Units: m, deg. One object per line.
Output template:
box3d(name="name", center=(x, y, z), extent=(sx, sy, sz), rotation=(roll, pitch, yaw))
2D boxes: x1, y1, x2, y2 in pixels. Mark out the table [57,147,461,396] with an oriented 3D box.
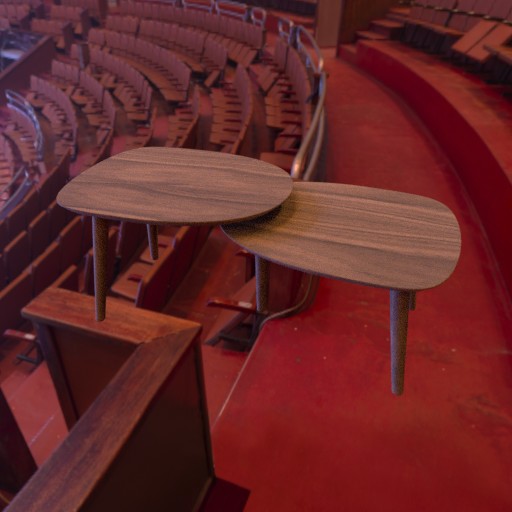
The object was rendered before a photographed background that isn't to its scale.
box3d(name="table", center=(0.000, 0.000, 1.339), extent=(1.084, 0.429, 0.527), rotation=(10, 34, 16))
